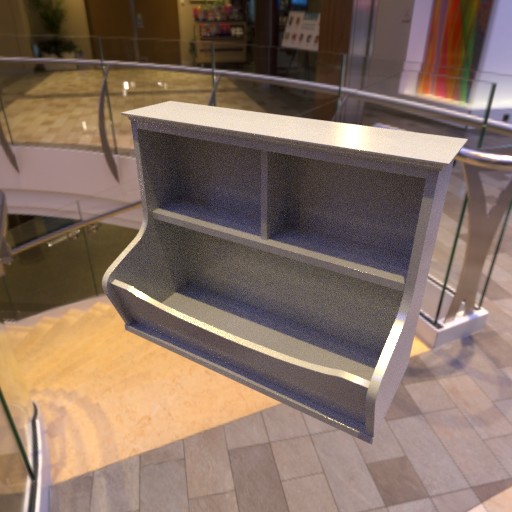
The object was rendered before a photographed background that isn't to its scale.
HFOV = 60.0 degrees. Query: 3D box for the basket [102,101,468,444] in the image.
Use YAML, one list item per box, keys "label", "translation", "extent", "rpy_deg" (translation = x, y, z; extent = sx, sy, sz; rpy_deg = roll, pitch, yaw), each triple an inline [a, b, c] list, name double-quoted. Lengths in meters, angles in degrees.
- label: "basket"
  translation: [0.000, 0.000, 1.083]
  extent: [0.780, 0.600, 0.350]
  rpy_deg: [17, 34, 27]
